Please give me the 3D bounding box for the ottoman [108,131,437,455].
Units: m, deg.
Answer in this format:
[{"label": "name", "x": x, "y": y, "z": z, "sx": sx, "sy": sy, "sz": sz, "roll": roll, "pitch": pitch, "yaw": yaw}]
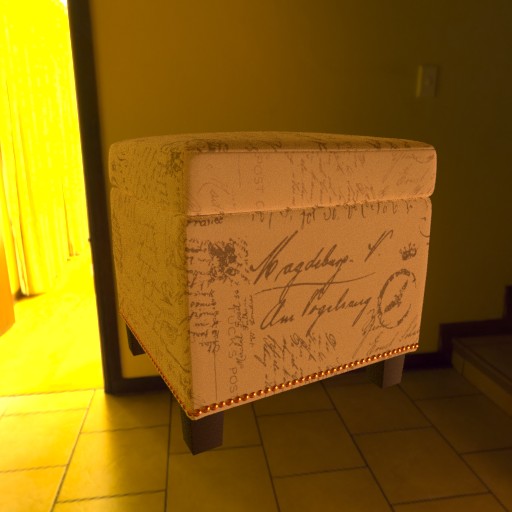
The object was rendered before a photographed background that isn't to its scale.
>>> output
[{"label": "ottoman", "x": 0.000, "y": 0.000, "z": 0.848, "sx": 0.450, "sy": 0.457, "sz": 0.449, "roll": -8, "pitch": 17, "yaw": -28}]
